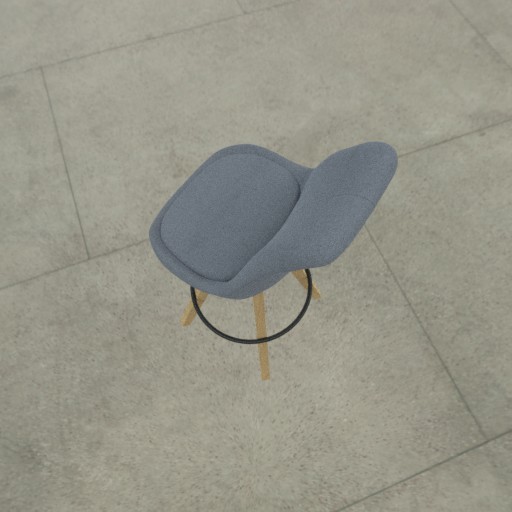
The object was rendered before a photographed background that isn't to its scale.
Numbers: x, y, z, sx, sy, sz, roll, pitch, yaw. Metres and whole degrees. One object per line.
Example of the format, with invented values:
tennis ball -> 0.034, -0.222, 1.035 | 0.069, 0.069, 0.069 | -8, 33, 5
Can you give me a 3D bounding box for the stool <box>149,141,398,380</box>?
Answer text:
stool -> 0.000, 0.000, 1.402 | 0.550, 1.115, 0.485 | 31, 68, 14
